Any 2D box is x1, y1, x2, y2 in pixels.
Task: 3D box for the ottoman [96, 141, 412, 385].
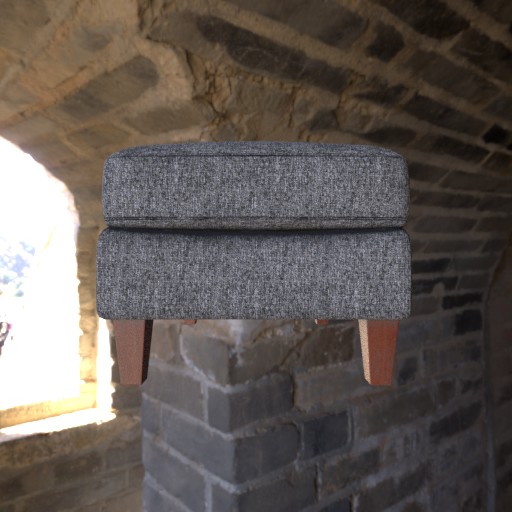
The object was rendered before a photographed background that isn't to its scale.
[{"bbox_3d":[0.000,0.000,1.215,0.584,0.483,0.864,0,0,0],"label":"ottoman"}]
